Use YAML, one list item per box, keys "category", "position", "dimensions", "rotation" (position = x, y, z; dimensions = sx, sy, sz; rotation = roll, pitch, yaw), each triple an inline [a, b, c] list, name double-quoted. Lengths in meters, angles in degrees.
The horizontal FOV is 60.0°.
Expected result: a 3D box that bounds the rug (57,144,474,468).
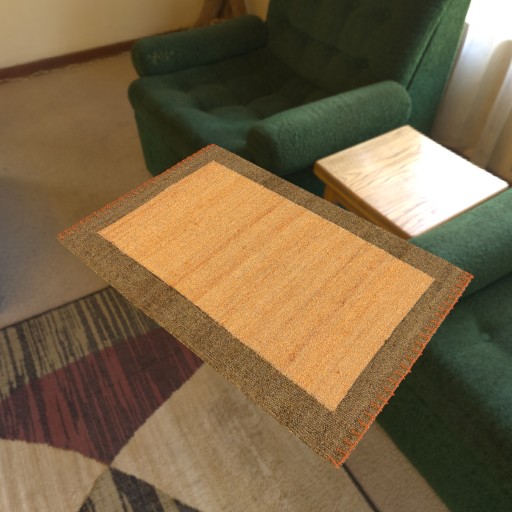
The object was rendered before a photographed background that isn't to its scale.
- category: "rug"
  position: [0.000, 0.000, 2.295]
  dimensions: [1.838, 0.019, 1.220]
  rotation: [32, 54, 27]
